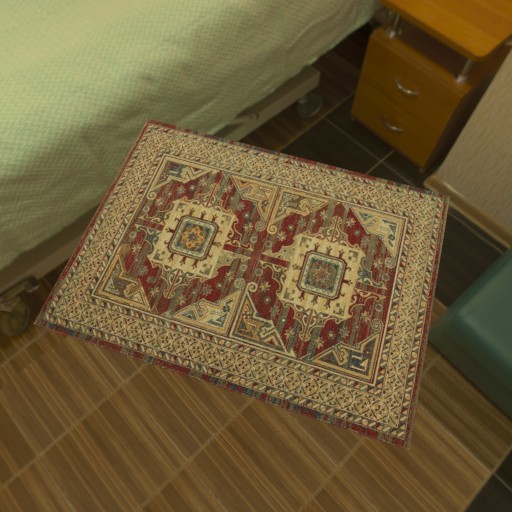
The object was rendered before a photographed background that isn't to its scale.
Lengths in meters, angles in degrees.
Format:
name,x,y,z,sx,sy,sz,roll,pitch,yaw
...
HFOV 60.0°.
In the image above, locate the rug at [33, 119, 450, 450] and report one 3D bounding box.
name,x,y,z,sx,sy,sz,roll,pitch,yaw
rug,0.000,0.000,4.033,3.197,0.013,2.381,16,65,8
